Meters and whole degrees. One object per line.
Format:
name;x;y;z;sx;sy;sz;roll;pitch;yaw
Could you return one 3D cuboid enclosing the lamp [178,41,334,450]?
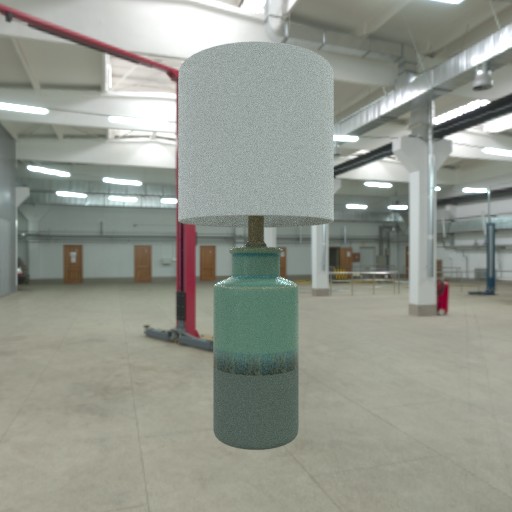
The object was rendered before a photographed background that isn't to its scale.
lamp;0.000;0.000;0.614;0.212;0.493;0.212;0;0;37
